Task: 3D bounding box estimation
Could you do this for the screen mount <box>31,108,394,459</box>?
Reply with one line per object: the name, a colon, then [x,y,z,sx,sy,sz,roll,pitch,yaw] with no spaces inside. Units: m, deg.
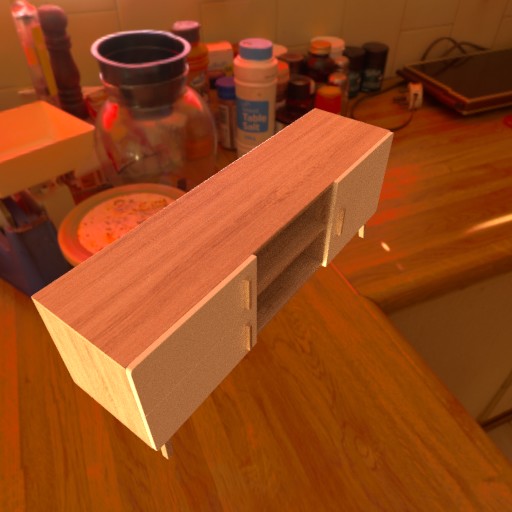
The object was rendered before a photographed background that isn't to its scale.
screen mount: [0.000,0.000,1.757,0.420,0.570,1.500,27,49,26]
